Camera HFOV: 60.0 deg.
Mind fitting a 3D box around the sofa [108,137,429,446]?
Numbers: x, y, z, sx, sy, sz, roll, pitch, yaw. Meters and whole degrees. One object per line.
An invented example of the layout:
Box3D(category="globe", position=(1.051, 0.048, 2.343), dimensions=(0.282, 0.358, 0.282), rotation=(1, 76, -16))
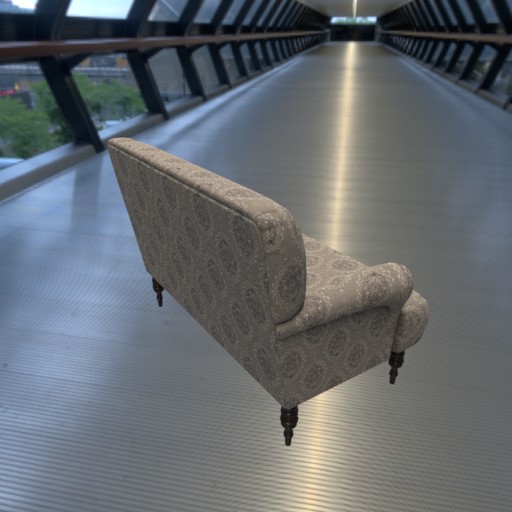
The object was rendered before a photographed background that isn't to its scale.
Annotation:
Box3D(category="sofa", position=(0.000, 0.000, 1.860), dimensions=(0.779, 0.889, 1.297), rotation=(-17, 30, -31))
